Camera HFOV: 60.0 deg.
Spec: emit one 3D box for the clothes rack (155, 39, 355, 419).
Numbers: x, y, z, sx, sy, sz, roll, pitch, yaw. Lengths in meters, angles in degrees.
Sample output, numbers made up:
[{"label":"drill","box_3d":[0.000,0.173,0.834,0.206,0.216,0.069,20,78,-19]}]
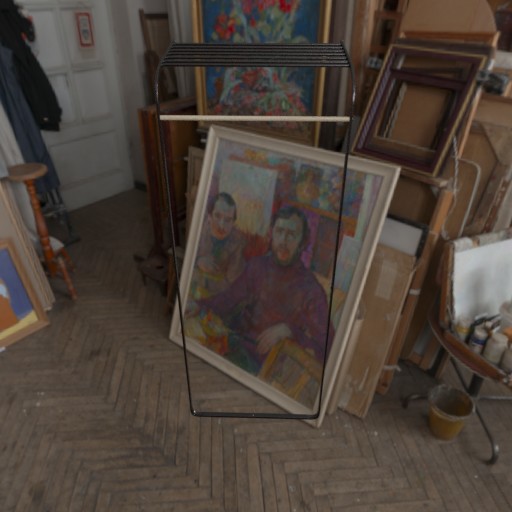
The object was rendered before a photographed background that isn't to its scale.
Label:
[{"label":"clothes rack","box_3d":[0.000,0.000,1.825,0.609,1.574,0.349,1,31,1]}]
